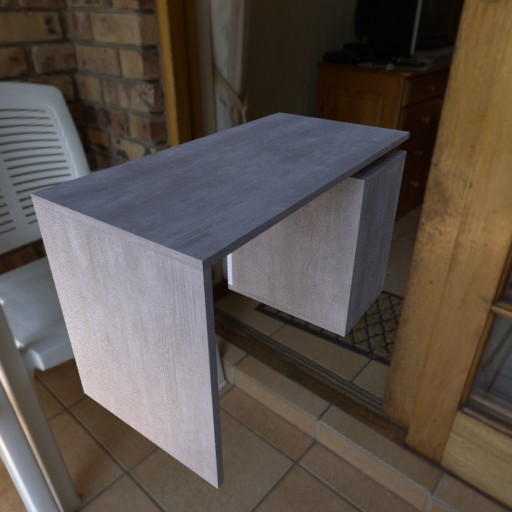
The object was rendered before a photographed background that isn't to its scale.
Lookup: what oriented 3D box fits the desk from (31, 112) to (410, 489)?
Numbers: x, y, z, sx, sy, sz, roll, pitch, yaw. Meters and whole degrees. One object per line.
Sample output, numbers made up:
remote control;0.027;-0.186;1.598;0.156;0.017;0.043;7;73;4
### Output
desk;0.000;0.000;1.621;0.600;0.740;1.200;20;35;30
